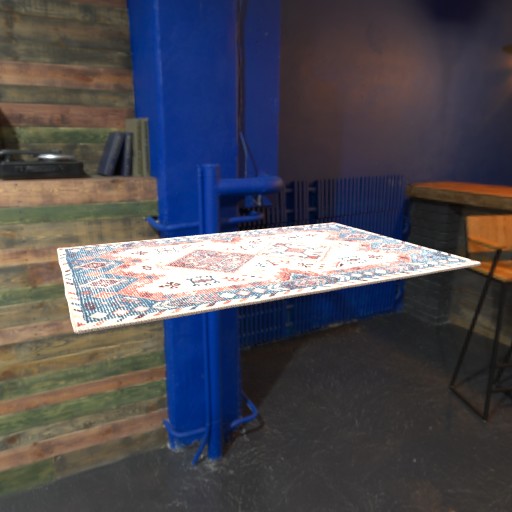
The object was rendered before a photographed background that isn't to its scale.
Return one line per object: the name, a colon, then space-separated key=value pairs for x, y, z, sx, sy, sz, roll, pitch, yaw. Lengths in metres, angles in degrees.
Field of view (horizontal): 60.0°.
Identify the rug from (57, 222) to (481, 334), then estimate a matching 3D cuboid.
rug: x=0.000 y=0.000 z=2.282 sx=1.840 sy=0.015 sz=1.225 roll=-7 pitch=16 yaw=-25
